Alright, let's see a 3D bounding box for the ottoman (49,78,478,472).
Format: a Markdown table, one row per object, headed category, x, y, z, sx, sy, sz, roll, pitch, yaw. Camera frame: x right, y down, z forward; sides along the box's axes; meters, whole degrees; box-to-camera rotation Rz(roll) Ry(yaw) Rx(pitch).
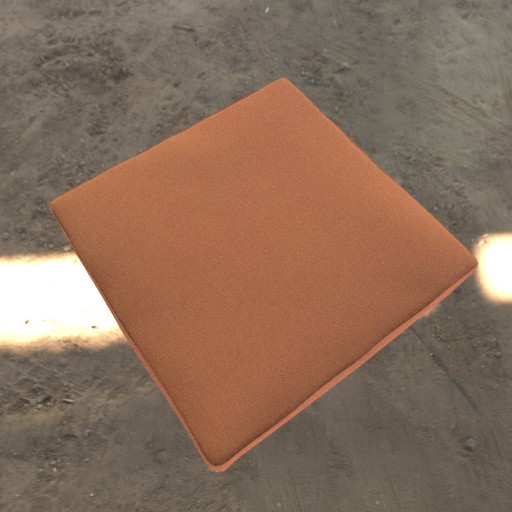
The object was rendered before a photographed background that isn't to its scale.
| category | x | y | z | sx | sy | sz | roll | pitch | yaw |
| --- | --- | --- | --- | --- | --- | --- | --- | --- | --- |
| ottoman | 0.000 | 0.000 | 1.542 | 0.999 | 0.438 | 0.997 | -33 | 68 | -15 |
